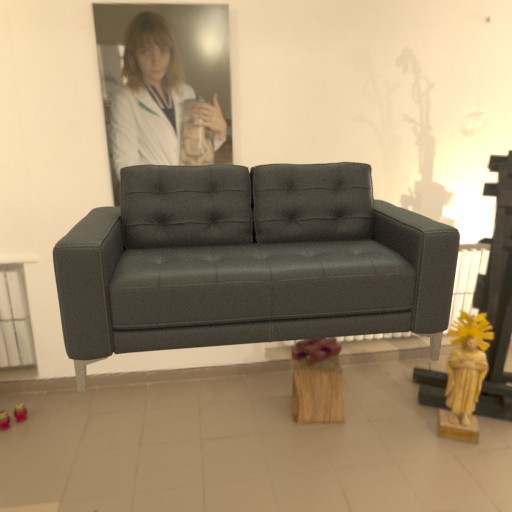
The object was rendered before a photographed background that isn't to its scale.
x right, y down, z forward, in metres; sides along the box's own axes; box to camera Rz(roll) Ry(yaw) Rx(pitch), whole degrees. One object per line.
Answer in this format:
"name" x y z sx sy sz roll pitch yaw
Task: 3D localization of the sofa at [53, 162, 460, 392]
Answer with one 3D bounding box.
"sofa" 0.000 0.000 2.232 1.726 0.893 0.833 -3 17 -9
